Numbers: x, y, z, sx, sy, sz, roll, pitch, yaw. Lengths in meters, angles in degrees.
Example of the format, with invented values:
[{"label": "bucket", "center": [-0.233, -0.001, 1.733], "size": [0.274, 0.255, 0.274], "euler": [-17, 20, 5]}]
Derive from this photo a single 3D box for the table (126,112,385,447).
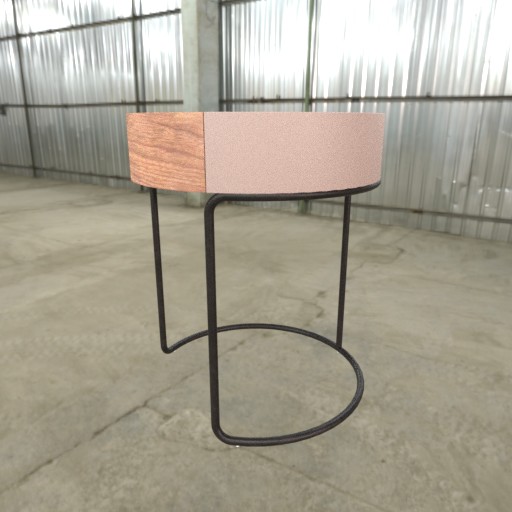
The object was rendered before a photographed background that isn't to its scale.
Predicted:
[{"label": "table", "center": [0.000, 0.000, 0.870], "size": [0.450, 0.530, 0.450], "euler": [0, 17, 0]}]
